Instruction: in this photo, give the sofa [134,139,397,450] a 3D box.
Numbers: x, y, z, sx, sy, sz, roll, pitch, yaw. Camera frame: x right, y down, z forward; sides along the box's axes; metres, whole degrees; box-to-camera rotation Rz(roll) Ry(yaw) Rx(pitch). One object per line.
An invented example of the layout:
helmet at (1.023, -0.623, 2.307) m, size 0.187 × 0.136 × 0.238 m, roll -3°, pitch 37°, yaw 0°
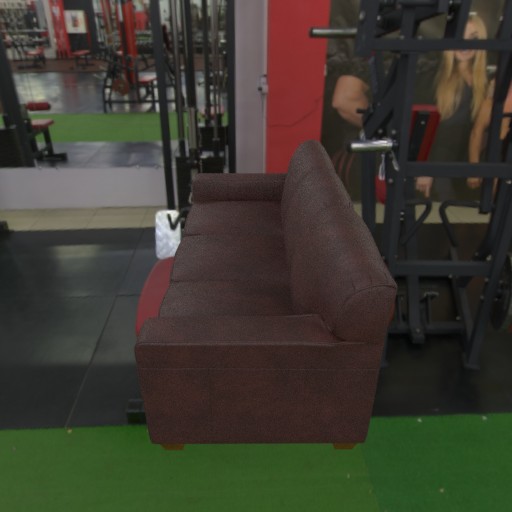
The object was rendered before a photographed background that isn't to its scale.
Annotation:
sofa at (0.000, 0.000, 2.616) m, size 1.008 × 0.953 × 2.039 m, roll 0°, pitch 29°, yaw 0°
